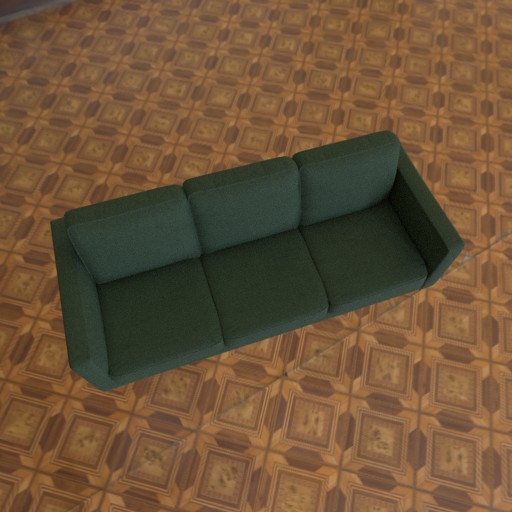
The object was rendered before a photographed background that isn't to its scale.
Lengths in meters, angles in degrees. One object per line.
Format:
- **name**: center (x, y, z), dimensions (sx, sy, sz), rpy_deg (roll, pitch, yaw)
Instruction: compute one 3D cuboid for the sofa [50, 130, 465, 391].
- **sofa**: center (0.000, 0.000, 2.512), dimensions (2.029, 0.899, 0.879), rpy_deg (-16, 63, -9)
